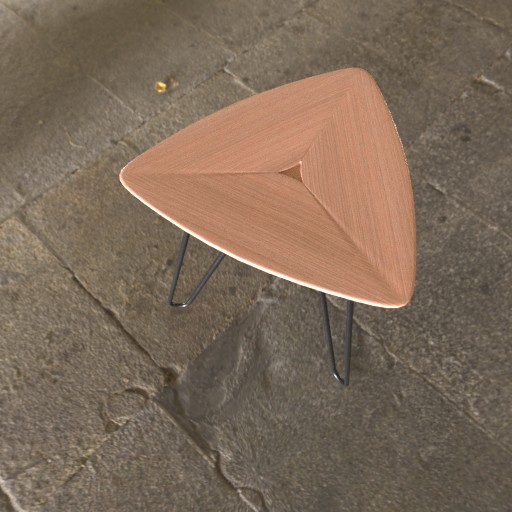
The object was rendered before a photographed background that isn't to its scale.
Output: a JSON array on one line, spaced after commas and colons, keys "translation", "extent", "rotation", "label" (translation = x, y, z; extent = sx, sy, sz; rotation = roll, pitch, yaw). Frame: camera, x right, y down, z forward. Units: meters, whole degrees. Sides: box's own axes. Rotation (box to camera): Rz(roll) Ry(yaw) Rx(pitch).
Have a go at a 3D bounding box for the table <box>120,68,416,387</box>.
[{"translation": [0.000, 0.000, 0.909], "extent": [0.455, 0.564, 0.442], "rotation": [-1, 64, -1], "label": "table"}]
